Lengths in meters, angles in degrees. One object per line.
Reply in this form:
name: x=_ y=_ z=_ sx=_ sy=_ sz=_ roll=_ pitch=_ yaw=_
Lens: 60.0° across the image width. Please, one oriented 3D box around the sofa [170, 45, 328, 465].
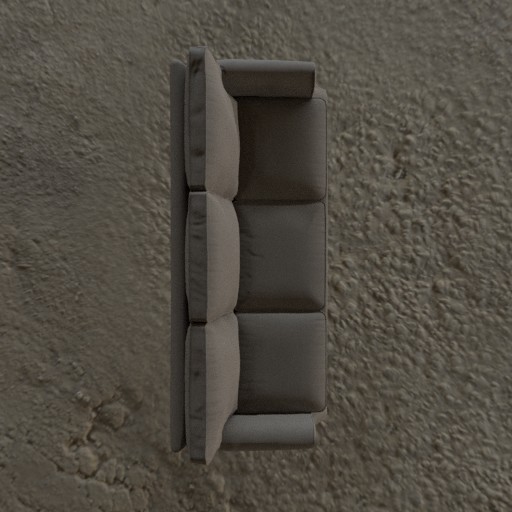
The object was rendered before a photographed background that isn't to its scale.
sofa: x=0.000 y=0.000 z=2.774 sx=0.966 sy=0.948 sz=2.353 roll=0 pitch=91 yaw=0
